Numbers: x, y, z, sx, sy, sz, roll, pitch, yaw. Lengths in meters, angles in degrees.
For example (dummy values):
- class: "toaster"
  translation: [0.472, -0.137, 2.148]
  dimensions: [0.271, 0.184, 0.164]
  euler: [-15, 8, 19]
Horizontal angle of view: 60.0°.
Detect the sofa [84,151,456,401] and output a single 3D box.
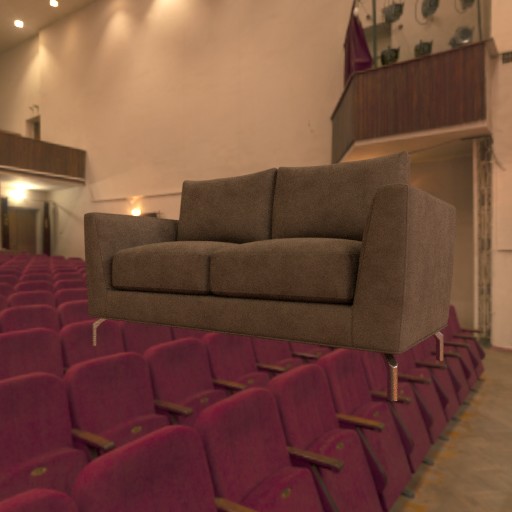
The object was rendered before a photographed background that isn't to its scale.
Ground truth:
- class: "sofa"
  translation: [0.000, 0.000, 2.347]
  dimensions: [1.832, 1.013, 0.855]
  euler: [0, 0, 35]
